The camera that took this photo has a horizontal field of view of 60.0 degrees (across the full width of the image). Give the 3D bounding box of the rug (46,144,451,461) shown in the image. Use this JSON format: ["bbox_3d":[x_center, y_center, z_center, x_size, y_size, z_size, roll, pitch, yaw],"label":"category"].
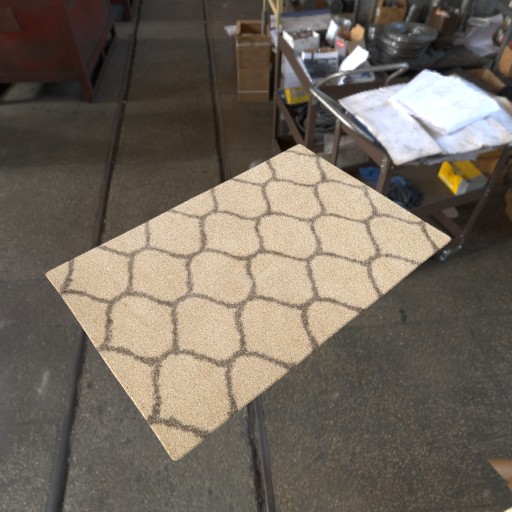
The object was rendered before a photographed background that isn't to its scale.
[{"bbox_3d":[0.000,0.000,3.511,2.701,0.026,1.801,-32,55,-26],"label":"rug"}]
